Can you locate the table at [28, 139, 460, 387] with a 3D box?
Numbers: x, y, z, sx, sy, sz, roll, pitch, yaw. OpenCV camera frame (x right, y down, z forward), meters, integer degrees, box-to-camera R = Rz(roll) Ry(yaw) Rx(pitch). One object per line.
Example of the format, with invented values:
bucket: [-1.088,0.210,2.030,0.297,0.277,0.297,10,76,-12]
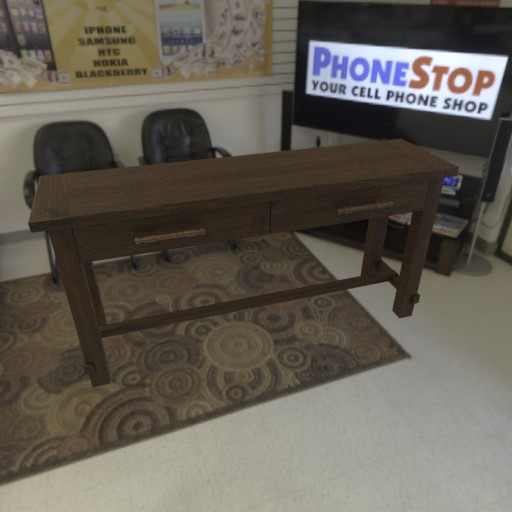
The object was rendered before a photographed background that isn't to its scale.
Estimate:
table: [0.000,0.000,1.924,1.599,0.762,0.442,-9,33,-15]
